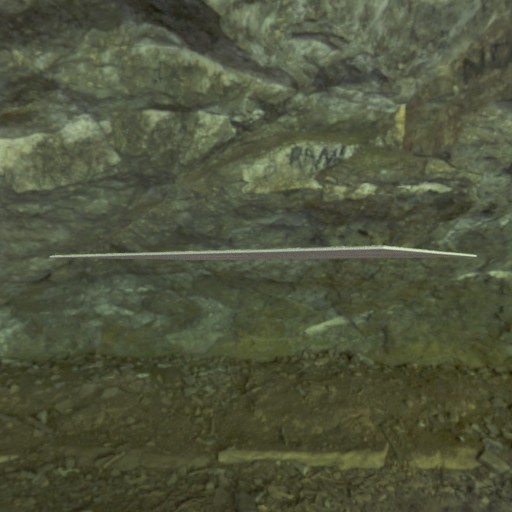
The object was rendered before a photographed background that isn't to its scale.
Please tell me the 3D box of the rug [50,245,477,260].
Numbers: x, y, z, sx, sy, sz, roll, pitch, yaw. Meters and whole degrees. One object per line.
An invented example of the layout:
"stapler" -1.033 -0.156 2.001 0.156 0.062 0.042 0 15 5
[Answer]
"rug" 0.000 0.000 2.265 1.824 0.012 1.206 -1 -2 37
